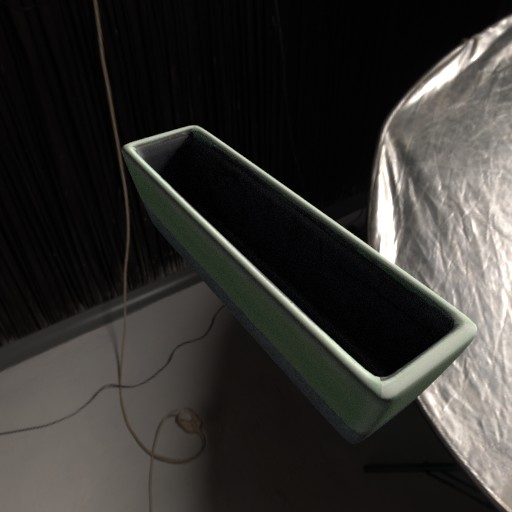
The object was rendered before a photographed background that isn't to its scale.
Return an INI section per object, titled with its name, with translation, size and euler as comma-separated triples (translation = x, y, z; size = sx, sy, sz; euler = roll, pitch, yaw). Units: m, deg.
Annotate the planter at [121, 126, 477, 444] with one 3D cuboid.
[planter]
translation = 0.000, 0.000, 0.301
size = 0.072, 0.072, 0.275
euler = -25, 47, -26
